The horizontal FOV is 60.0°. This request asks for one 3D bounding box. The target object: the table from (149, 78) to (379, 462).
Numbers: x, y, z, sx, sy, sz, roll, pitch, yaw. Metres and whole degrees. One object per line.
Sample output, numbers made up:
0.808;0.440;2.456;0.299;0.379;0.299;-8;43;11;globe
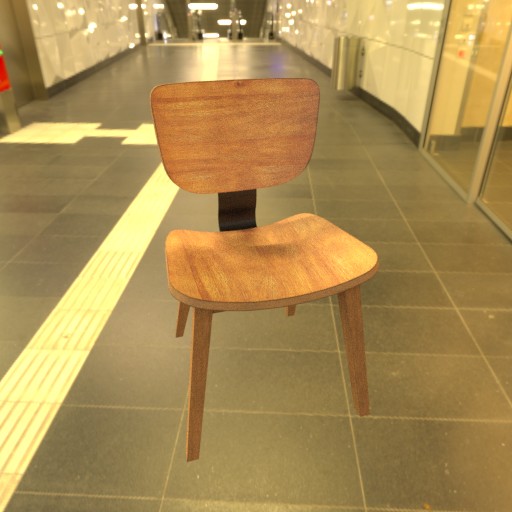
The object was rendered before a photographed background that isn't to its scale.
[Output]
0.000;0.000;1.146;0.499;0.805;0.500;-9;31;-15;table
